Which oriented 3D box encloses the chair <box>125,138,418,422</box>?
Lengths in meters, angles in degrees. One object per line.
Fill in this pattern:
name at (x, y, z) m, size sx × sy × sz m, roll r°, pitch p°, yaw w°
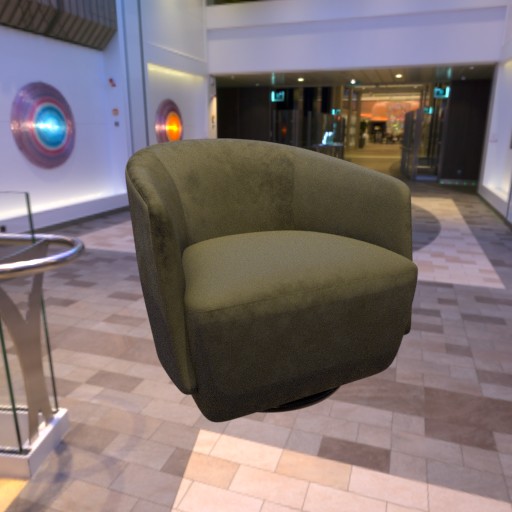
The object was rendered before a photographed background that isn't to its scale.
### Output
chair at (0.000, 0.000, 1.381) m, size 0.773 × 0.698 × 0.767 m, roll -8°, pitch 18°, yaw -26°
